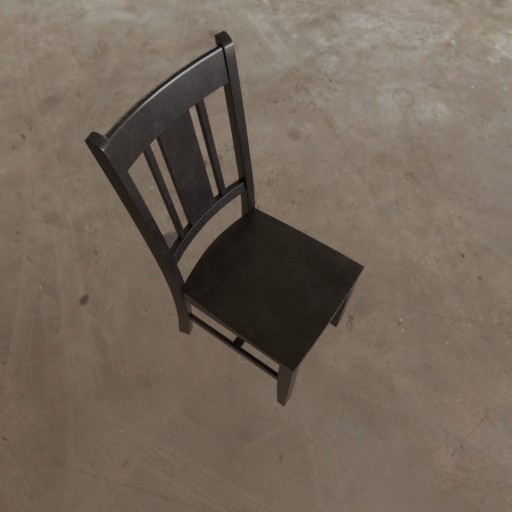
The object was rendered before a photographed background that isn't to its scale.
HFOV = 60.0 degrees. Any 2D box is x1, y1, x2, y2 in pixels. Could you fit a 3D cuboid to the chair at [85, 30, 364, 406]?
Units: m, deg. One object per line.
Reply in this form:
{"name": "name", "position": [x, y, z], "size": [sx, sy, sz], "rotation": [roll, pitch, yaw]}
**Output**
{"name": "chair", "position": [0.000, 0.000, 1.313], "size": [0.555, 0.998, 0.450], "rotation": [31, 64, 17]}
